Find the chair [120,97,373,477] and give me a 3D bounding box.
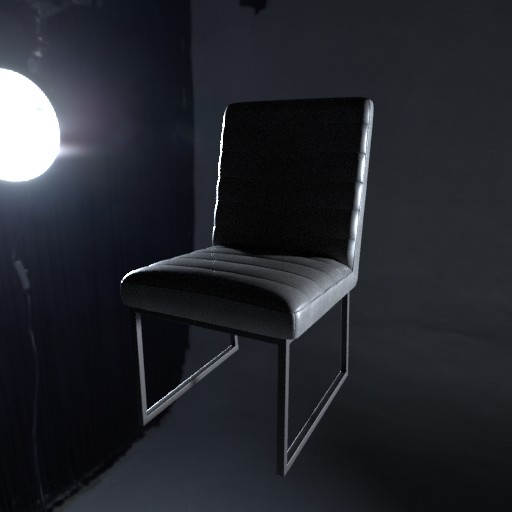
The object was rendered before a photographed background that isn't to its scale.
[{"bbox_3d":[0.000,0.000,1.329,0.520,0.930,0.634,7,16,26],"label":"chair"}]
